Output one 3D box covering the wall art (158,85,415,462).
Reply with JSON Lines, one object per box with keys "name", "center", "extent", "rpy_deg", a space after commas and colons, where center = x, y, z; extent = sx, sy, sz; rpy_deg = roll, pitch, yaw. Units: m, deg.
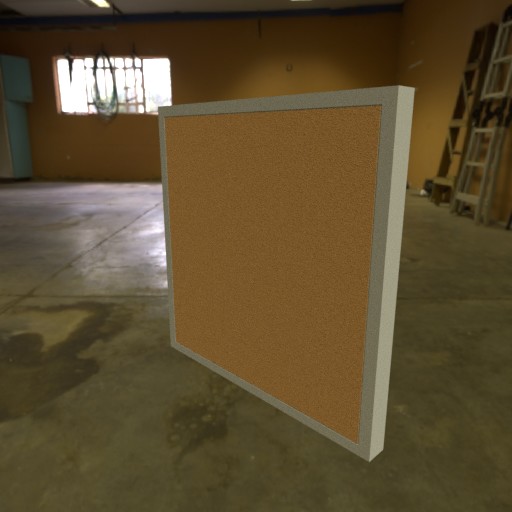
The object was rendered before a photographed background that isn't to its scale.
{"name": "wall art", "center": [0.000, 0.000, 0.757], "extent": [0.038, 0.506, 0.506], "rpy_deg": [-14, 20, -42]}
